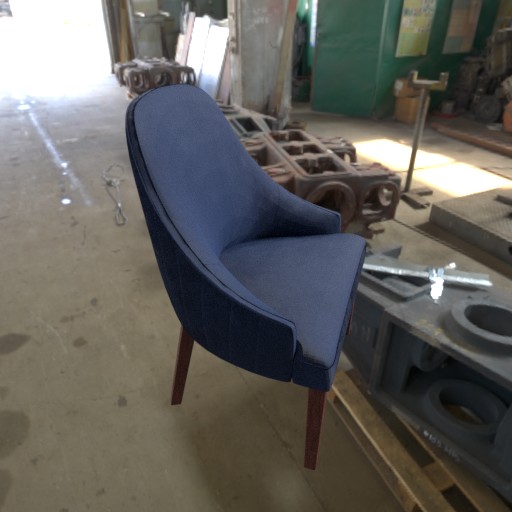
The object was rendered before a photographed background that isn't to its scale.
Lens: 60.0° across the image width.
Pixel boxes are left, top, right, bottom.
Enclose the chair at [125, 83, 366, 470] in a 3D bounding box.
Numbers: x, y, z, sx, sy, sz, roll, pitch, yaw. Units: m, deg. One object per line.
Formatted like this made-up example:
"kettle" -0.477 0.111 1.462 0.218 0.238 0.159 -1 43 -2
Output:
"chair" 0.000 0.000 1.273 0.575 0.889 0.643 10 32 16
